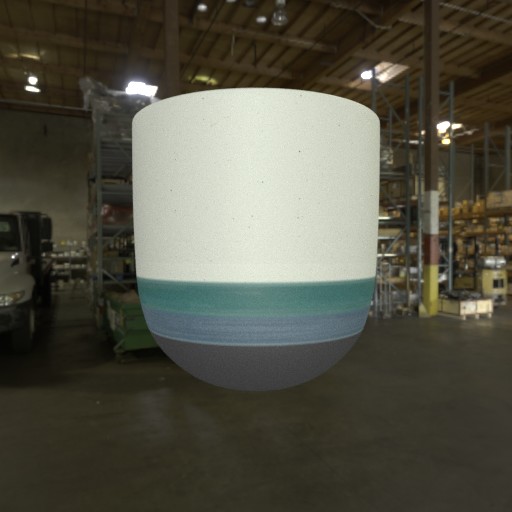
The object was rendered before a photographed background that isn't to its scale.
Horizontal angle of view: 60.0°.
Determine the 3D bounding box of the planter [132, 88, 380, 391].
[{"bbox_3d":[0.000,0.000,0.380,0.204,0.214,0.204,0,1,0],"label":"planter"}]
